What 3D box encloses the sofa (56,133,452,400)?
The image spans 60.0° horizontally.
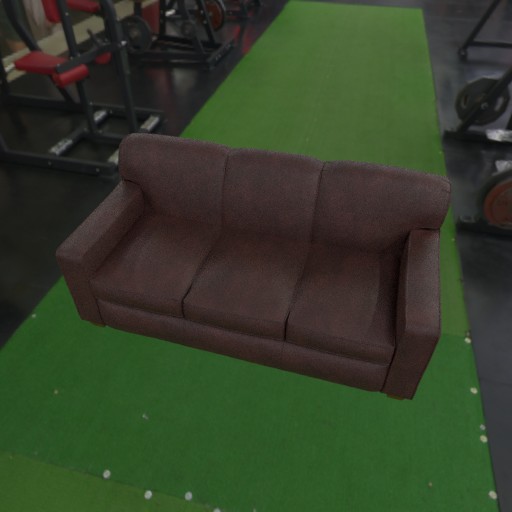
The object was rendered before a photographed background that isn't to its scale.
[{"bbox_3d":[0.000,0.000,2.626,2.039,0.953,1.008,11,43,12],"label":"sofa"}]
